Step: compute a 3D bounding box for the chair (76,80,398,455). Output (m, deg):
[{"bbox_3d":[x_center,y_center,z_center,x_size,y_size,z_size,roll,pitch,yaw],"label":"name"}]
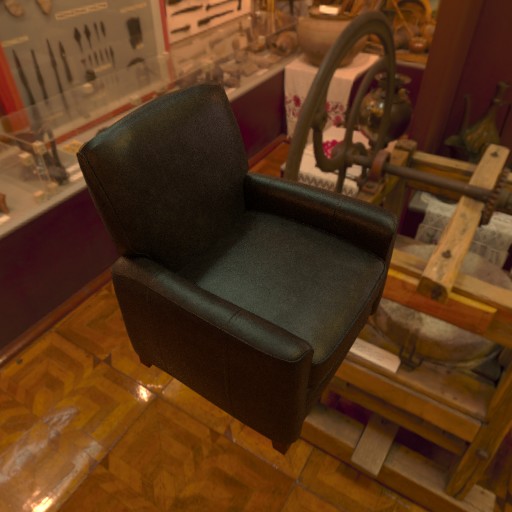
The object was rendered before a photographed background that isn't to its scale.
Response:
[{"bbox_3d":[0.000,0.000,1.650,0.864,1.014,0.848,24,47,25],"label":"chair"}]
